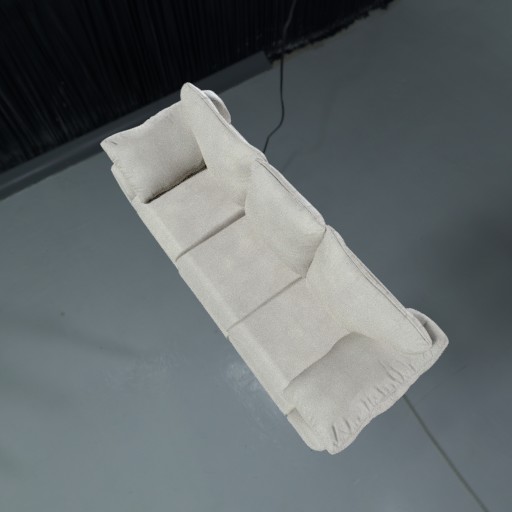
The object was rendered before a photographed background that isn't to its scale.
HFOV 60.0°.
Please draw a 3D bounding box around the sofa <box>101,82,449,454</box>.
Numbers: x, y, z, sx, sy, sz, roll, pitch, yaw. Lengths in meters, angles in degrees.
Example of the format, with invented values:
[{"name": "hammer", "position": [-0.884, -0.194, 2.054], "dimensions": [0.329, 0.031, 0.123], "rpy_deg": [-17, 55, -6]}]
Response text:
[{"name": "sofa", "position": [0.000, 0.000, 2.826], "dimensions": [0.878, 0.996, 2.334], "rpy_deg": [-33, 68, -15]}]
